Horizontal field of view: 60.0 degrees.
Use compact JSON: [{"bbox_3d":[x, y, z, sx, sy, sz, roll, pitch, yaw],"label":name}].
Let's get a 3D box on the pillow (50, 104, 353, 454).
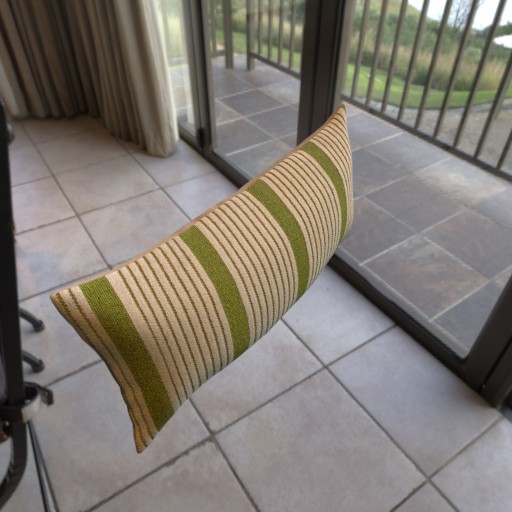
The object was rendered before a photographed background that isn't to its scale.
[{"bbox_3d":[0.000,0.000,0.713,0.156,0.292,0.608,27,49,27],"label":"pillow"}]
